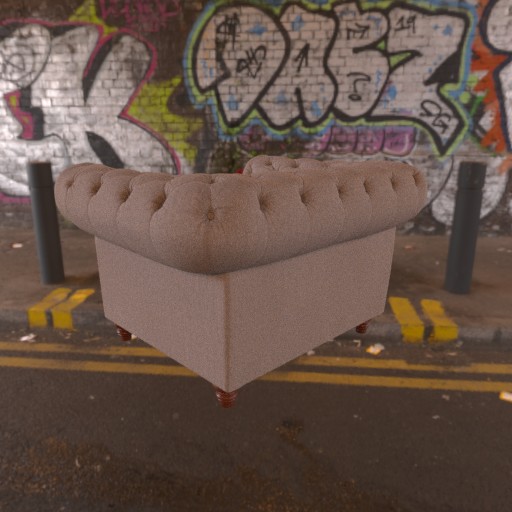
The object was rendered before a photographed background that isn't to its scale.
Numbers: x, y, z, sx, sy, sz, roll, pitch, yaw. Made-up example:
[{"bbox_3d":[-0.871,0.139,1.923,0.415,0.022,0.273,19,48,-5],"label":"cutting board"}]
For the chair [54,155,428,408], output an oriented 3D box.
[{"bbox_3d":[0.000,0.000,1.847,1.270,0.770,0.976,-15,21,-42],"label":"chair"}]
